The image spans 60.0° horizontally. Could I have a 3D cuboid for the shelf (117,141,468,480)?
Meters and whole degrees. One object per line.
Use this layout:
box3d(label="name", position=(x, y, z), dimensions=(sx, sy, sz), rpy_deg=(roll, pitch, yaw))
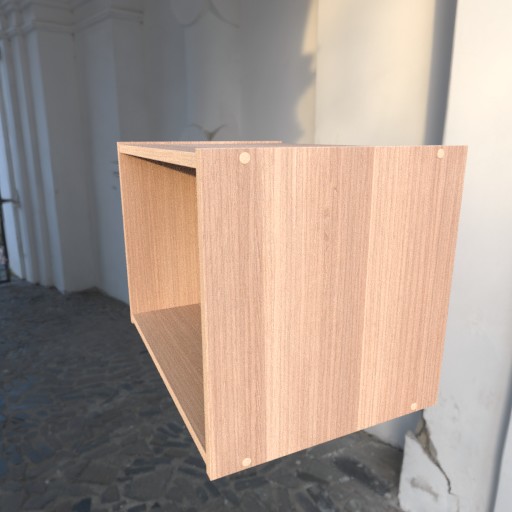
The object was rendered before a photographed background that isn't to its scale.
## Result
box3d(label="shelf", position=(0.000, 0.000, 0.619), dimensions=(0.290, 0.305, 0.415), rpy_deg=(-7, 17, -24))
